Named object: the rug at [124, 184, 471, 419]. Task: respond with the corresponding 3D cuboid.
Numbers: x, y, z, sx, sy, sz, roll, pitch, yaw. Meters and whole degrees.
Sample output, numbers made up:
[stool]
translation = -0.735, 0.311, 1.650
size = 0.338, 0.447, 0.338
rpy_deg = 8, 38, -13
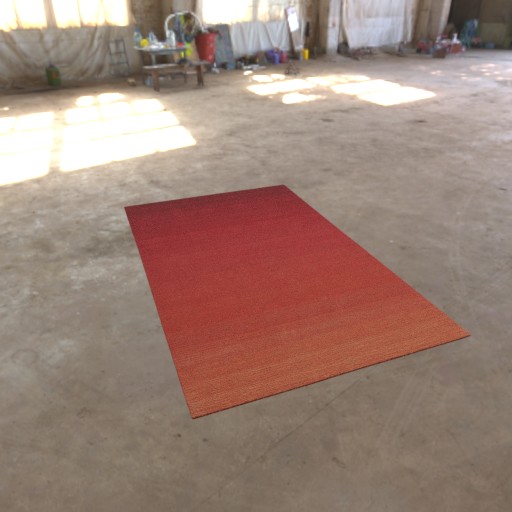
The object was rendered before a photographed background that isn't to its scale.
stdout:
[rug]
translation = 0.000, 0.000, 3.122
size = 1.531, 0.010, 2.442
rpy_deg = -11, 31, -18
